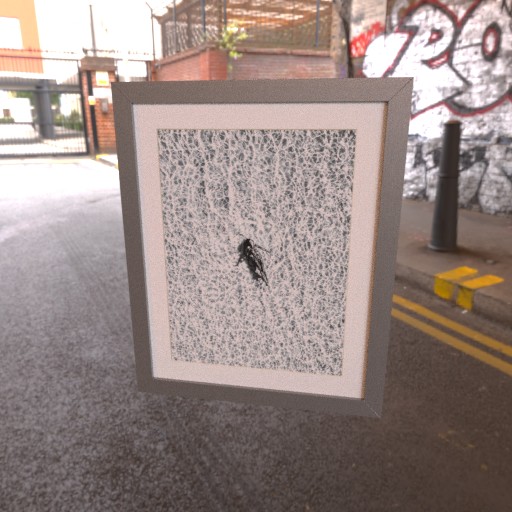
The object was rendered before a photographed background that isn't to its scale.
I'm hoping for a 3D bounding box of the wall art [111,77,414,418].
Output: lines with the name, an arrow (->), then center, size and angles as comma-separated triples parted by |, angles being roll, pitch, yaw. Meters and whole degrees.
wall art -> 0.000, 0.000, 0.513 | 0.308, 0.379, 0.030 | 3, 17, 10
